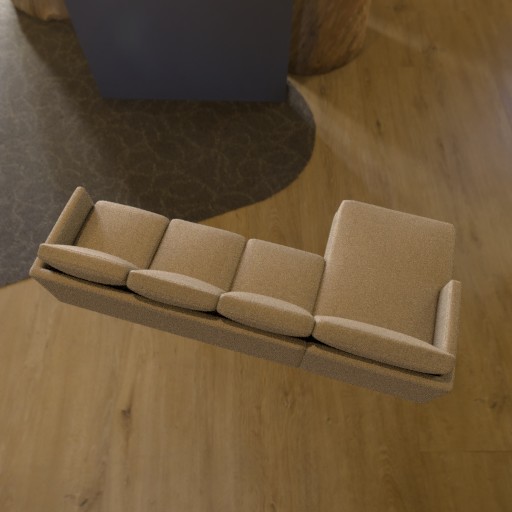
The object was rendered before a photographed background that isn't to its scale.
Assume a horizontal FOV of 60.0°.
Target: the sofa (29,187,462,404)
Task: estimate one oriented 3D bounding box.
[{"bbox_3d":[0.000,0.000,3.677,3.201,0.876,1.502,14,65,7],"label":"sofa"}]
